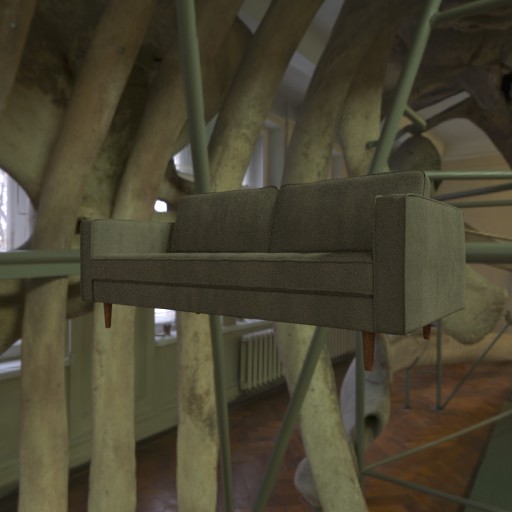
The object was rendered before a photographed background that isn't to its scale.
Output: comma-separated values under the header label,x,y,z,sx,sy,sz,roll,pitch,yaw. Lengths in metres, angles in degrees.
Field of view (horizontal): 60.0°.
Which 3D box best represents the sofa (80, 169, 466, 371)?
label,x,y,z,sx,sy,sz,roll,pitch,yaw
sofa,0.000,0.000,2.370,1.920,0.825,0.924,0,0,37
